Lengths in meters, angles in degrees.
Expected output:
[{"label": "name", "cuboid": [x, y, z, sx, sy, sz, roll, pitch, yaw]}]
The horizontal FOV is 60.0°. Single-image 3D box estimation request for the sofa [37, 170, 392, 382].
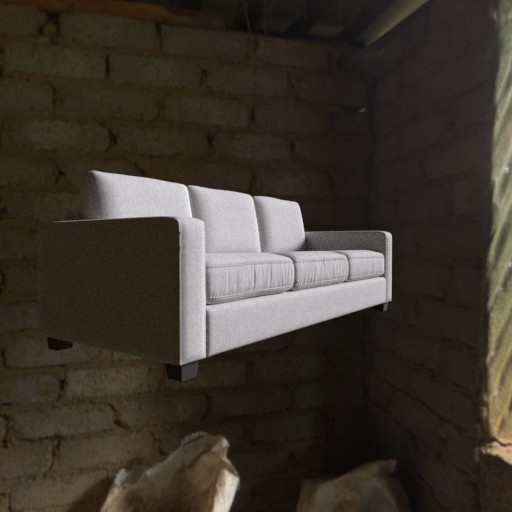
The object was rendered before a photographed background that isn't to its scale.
[{"label": "sofa", "cuboid": [0.000, 0.000, 2.559, 0.900, 0.800, 2.120, 1, 2, 35]}]
